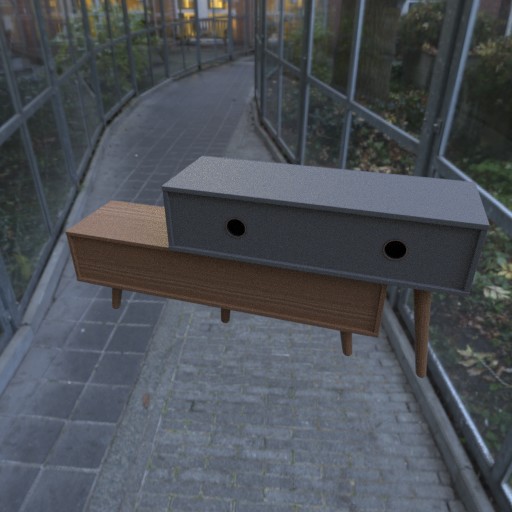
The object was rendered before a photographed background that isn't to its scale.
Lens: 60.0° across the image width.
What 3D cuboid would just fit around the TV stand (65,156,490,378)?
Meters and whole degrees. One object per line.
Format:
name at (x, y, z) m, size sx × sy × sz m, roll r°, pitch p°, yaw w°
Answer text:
TV stand at (0.000, 0.000, 1.573) m, size 1.336 × 0.591 × 0.329 m, roll 9°, pitch 31°, yaw 15°
